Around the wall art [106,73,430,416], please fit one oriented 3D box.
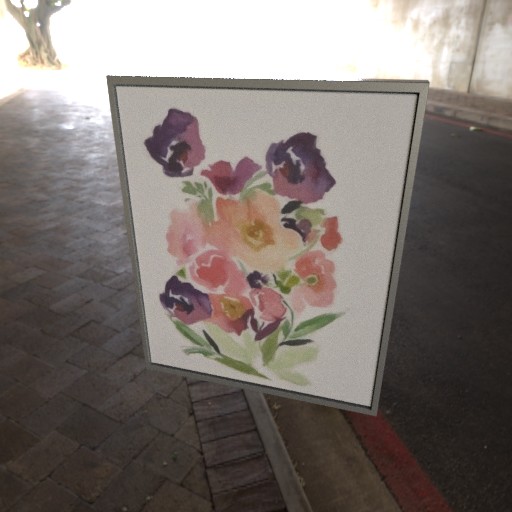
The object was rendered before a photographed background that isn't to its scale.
[{"bbox_3d":[0.000,0.000,0.733,0.452,0.549,0.038,7,27,15],"label":"wall art"}]
